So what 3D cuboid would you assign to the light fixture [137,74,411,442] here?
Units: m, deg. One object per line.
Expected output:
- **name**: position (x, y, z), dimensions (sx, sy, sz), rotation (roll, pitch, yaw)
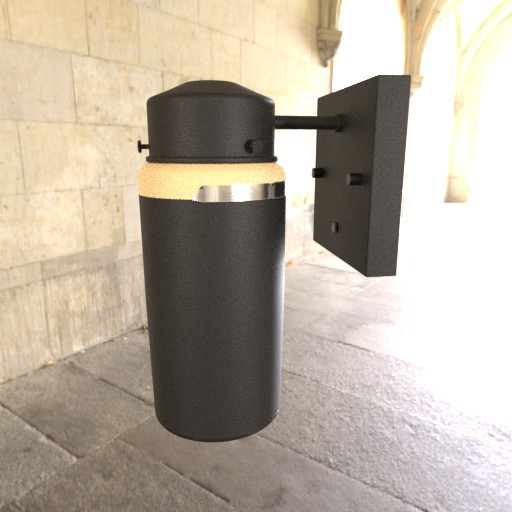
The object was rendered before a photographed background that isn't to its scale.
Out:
- **light fixture**: position (0.000, 0.000, 0.354), dimensions (0.176, 0.257, 0.130), rotation (-2, 14, -9)
